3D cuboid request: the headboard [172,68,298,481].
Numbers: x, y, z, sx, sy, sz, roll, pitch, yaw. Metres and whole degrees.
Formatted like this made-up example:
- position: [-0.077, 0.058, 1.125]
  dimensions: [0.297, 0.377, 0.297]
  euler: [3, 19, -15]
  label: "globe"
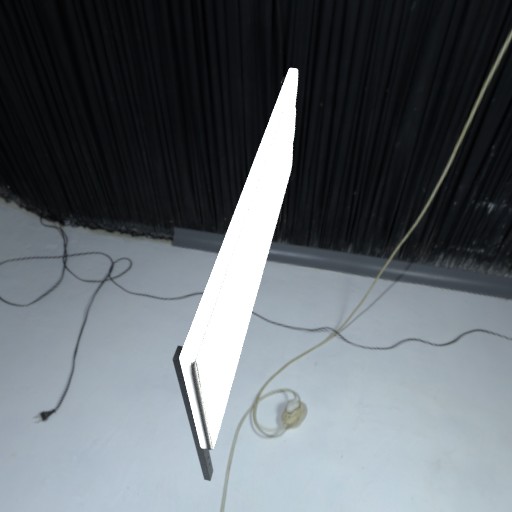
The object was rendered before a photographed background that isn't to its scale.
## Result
- position: [0.000, 0.000, 2.820]
  dimensions: [0.120, 1.410, 2.362]
  euler: [9, 47, 8]
  label: "headboard"
